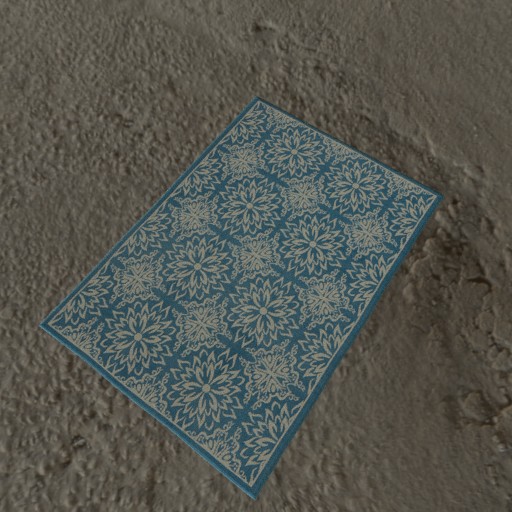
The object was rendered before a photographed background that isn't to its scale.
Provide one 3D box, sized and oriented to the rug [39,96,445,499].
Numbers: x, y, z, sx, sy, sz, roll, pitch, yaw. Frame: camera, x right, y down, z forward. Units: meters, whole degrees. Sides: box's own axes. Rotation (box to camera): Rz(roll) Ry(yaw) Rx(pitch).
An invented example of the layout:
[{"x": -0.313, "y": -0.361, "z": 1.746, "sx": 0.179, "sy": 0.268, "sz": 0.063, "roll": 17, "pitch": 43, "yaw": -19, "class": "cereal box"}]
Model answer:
[{"x": 0.000, "y": 0.000, "z": 2.788, "sx": 1.554, "sy": 0.012, "sz": 2.205, "roll": 33, "pitch": 69, "yaw": 14, "class": "rug"}]
